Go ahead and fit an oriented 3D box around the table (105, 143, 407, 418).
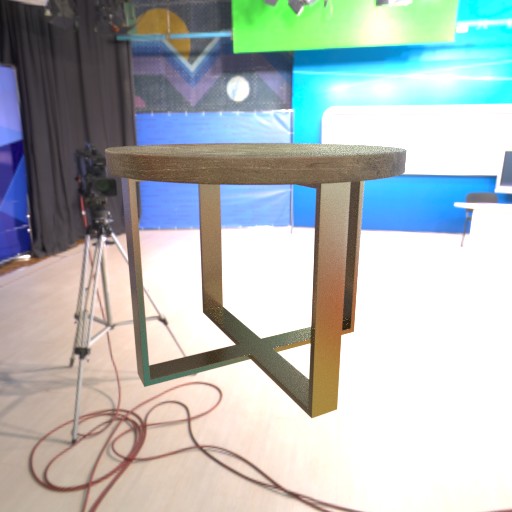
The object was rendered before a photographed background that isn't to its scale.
[{"bbox_3d":[0.000,0.000,0.920,0.557,0.437,0.557,0,16,0],"label":"table"}]
